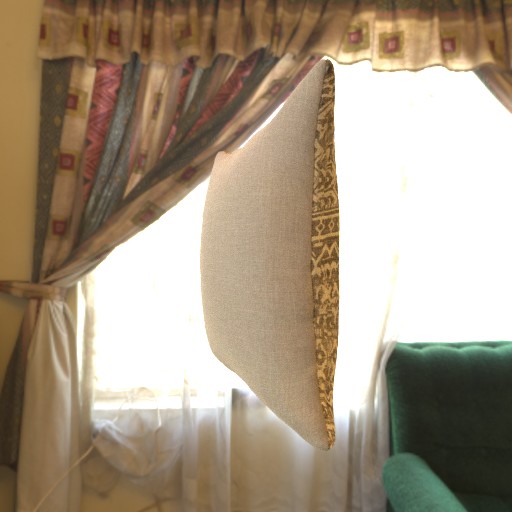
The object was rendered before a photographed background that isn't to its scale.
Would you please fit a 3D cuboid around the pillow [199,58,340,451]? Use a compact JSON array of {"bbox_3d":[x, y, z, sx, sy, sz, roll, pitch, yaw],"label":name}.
[{"bbox_3d":[0.000,0.000,0.792,0.180,0.487,0.546,0,0,-19],"label":"pillow"}]
